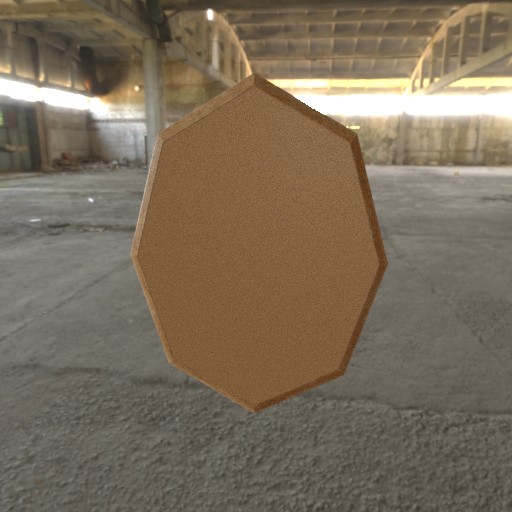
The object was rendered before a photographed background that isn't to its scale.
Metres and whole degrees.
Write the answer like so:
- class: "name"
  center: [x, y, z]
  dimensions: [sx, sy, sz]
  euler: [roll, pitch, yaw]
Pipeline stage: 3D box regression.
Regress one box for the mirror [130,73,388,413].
- class: "mirror"
  center: [0.000, 0.000, 1.013]
  dimensions: [0.577, 0.774, 0.070]
  euler: [2, 14, 8]
